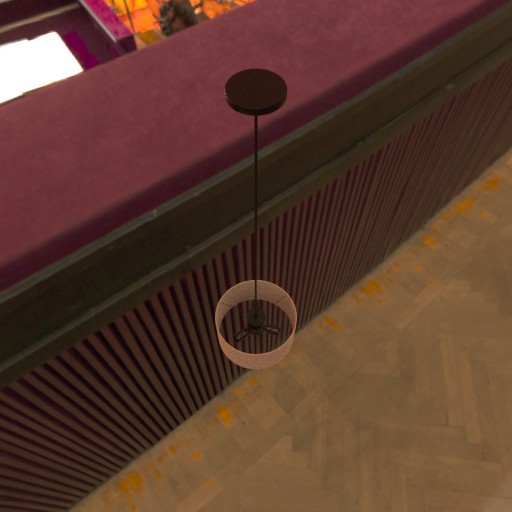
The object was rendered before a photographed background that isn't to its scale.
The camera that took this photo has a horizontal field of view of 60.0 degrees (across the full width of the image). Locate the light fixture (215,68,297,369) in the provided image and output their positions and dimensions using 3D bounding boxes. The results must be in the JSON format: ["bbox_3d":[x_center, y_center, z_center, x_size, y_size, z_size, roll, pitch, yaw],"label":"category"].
[{"bbox_3d":[0.000,0.000,1.708,0.399,1.516,0.399,0,58,0],"label":"light fixture"}]
